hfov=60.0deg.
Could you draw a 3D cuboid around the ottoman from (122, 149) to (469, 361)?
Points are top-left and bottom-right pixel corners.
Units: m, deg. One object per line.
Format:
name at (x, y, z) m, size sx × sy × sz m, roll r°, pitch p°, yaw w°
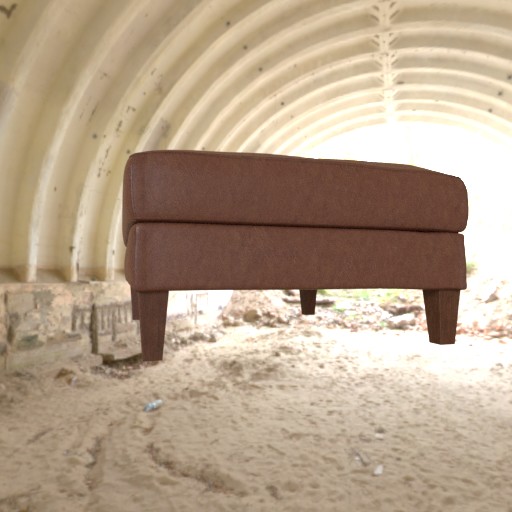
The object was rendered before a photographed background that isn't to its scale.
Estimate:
ottoman at (0.000, 0.000, 1.441) m, size 0.836 × 0.472 × 0.987 m, roll 1°, pitch -2°, yaw -17°
